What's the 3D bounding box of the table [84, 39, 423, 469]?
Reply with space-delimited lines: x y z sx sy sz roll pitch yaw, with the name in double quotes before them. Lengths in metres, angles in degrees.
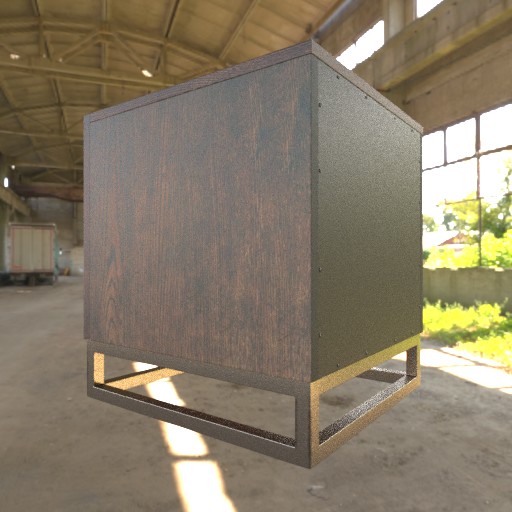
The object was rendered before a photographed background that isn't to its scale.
"table" 0.000 0.000 0.966 0.566 0.582 0.506 0 0 37
